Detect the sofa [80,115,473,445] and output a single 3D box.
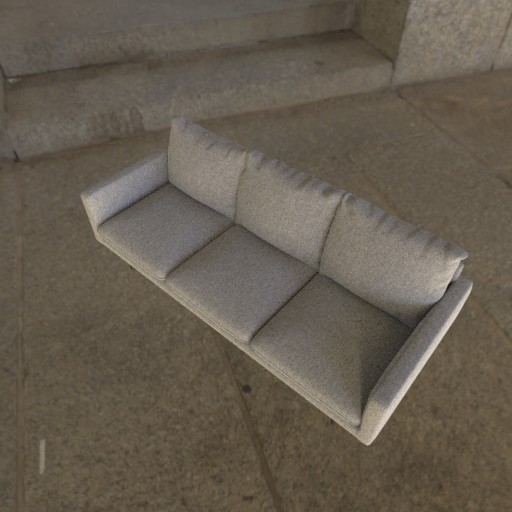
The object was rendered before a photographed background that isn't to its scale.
[{"bbox_3d":[0.000,0.000,2.432,2.000,0.830,0.850,32,54,27],"label":"sofa"}]
